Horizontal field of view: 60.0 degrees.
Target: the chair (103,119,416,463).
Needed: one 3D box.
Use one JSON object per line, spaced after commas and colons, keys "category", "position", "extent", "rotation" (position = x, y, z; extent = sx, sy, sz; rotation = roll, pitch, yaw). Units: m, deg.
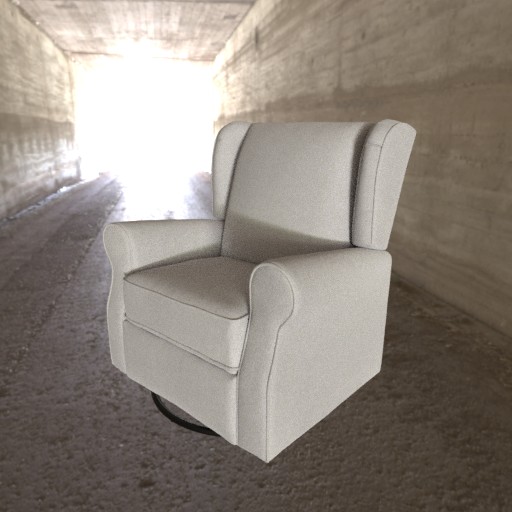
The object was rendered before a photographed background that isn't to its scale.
{"category": "chair", "position": [0.000, 0.000, 1.641], "extent": [0.906, 0.967, 0.854], "rotation": [14, 21, 40]}
